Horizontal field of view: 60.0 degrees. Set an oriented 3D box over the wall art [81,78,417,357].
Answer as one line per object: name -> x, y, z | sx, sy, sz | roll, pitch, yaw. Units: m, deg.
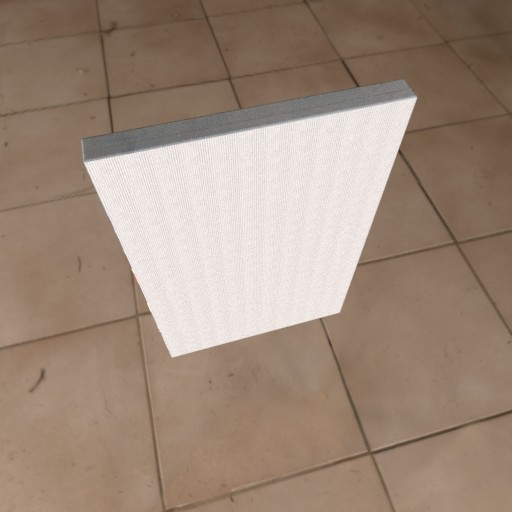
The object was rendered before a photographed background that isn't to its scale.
wall art -> 0.000, 0.000, 1.171 | 0.609, 0.911, 0.061 | -14, 58, -9
